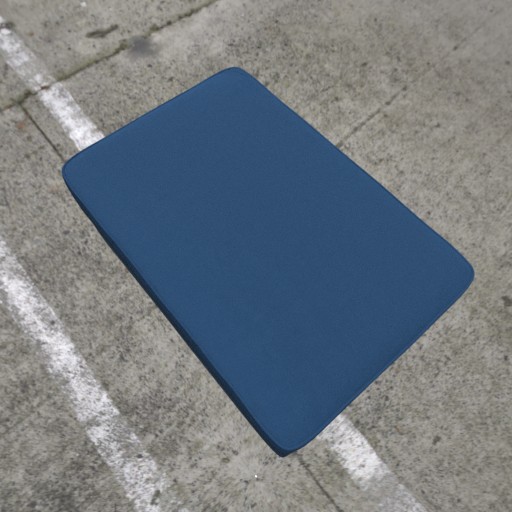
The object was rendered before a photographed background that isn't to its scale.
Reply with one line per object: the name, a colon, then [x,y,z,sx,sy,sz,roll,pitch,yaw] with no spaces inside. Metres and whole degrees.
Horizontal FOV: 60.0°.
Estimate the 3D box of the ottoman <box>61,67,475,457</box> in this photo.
ottoman: [0.000,0.000,1.197,0.583,0.484,0.862,-37,69,-17]
